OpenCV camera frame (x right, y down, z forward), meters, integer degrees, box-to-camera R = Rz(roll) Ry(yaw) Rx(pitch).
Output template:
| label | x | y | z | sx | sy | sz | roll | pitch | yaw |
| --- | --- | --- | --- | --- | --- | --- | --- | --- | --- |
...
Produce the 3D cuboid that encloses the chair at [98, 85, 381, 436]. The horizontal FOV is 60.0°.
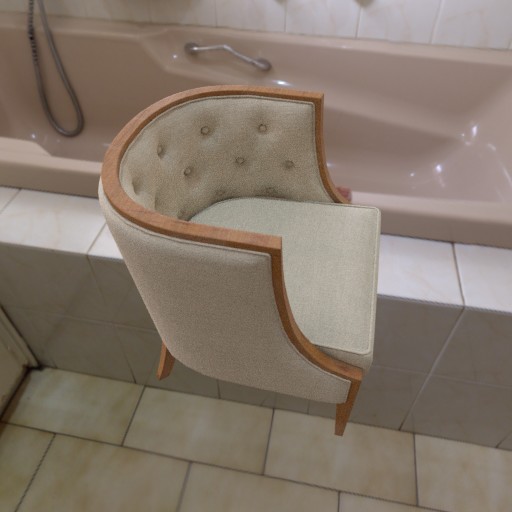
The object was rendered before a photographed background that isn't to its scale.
| label | x | y | z | sx | sy | sz | roll | pitch | yaw |
| --- | --- | --- | --- | --- | --- | --- | --- | --- | --- |
| chair | 0.000 | 0.000 | 1.390 | 0.757 | 0.775 | 0.711 | 10 | 46 | 9 |
